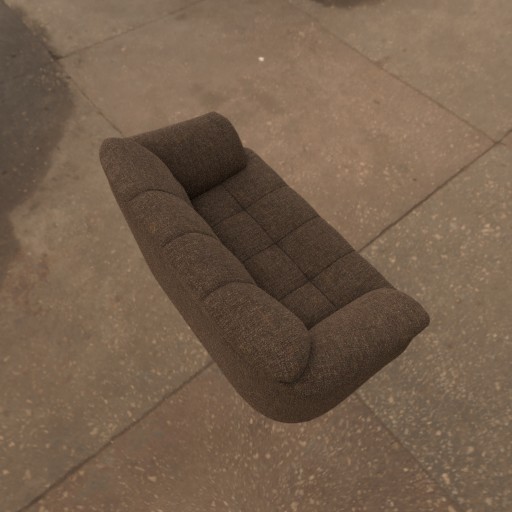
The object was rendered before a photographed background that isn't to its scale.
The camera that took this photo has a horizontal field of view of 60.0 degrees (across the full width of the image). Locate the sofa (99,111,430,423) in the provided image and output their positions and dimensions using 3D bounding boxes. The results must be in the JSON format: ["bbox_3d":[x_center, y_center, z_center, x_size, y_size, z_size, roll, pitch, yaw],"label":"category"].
[{"bbox_3d":[0.000,0.000,1.969,0.799,0.895,1.404,-33,64,-18],"label":"sofa"}]
